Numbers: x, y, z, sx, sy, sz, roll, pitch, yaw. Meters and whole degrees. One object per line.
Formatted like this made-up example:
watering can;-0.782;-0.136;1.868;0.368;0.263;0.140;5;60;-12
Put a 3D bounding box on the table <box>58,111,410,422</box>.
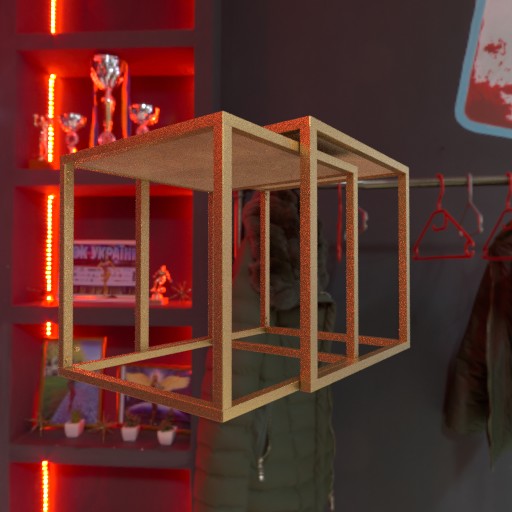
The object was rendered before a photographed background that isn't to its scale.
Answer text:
table;0.000;0.000;1.089;0.505;0.505;0.762;-1;-1;37
